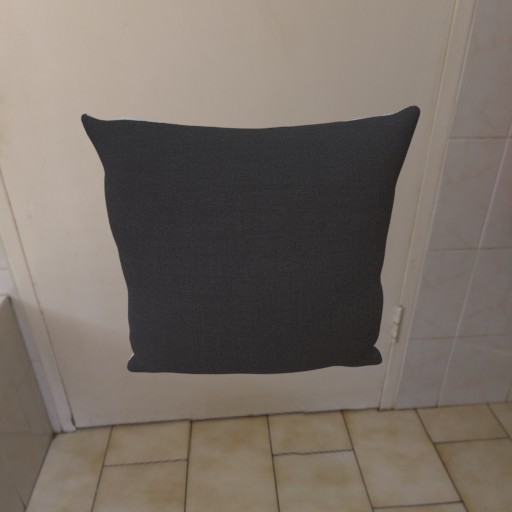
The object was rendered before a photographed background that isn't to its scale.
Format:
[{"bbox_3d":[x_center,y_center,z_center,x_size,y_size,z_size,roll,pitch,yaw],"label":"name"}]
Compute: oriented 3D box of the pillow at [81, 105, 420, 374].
[{"bbox_3d":[0.000,0.000,0.761,0.503,0.496,0.208,-1,29,-2],"label":"pillow"}]
